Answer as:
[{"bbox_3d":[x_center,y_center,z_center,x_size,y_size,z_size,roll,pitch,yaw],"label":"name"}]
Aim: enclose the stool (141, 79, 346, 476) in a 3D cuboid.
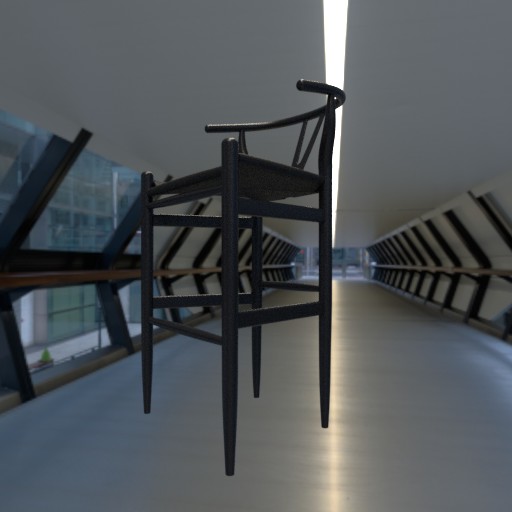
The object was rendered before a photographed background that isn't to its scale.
[{"bbox_3d":[0.000,0.000,1.458,0.579,1.072,0.569,0,0,-36],"label":"stool"}]
